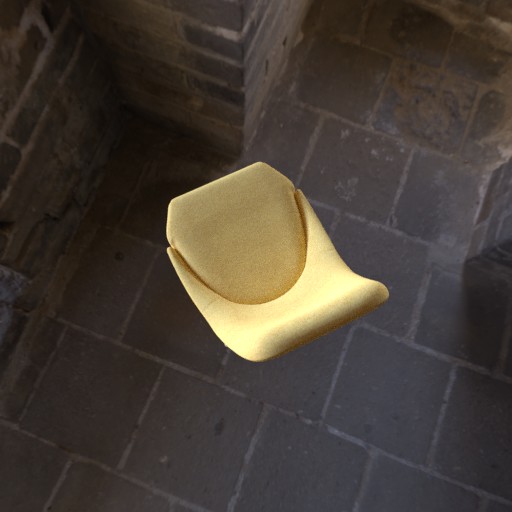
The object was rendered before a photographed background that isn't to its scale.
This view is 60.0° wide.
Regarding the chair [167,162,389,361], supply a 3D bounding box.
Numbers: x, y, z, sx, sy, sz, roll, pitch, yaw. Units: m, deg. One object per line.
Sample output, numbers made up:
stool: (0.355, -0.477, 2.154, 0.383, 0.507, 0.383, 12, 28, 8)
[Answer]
chair: (0.000, 0.000, 1.420, 0.510, 1.040, 0.660, -25, 76, -7)
